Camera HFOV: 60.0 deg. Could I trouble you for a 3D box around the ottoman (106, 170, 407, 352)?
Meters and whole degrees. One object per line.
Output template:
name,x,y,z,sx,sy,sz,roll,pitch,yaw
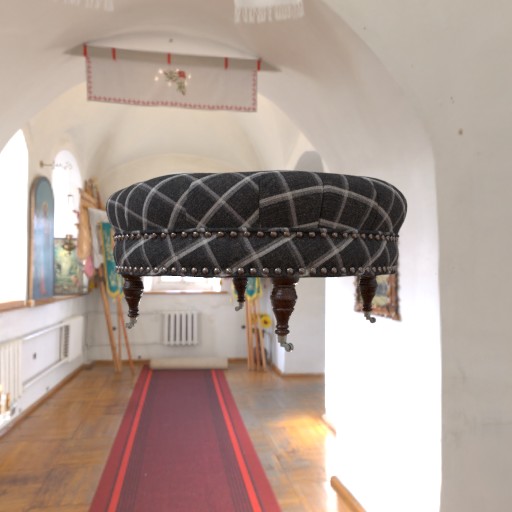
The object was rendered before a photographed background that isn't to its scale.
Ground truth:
ottoman,0.000,0.000,1.397,0.901,0.439,0.901,0,0,0
